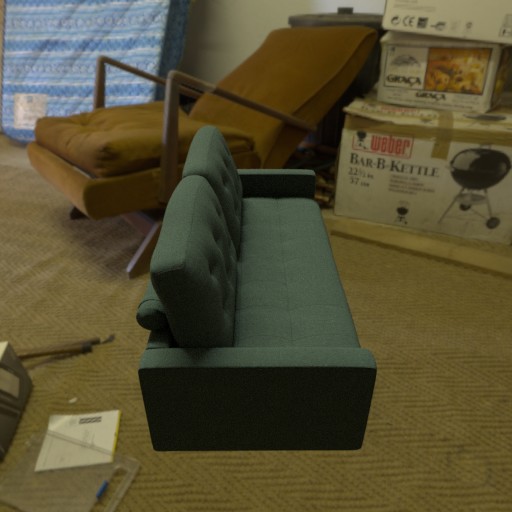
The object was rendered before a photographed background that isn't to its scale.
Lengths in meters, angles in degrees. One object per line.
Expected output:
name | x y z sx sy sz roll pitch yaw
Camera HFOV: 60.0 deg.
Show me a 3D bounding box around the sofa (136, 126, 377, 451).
sofa | 0.000 0.000 2.546 0.966 1.050 2.010 0 32 0
